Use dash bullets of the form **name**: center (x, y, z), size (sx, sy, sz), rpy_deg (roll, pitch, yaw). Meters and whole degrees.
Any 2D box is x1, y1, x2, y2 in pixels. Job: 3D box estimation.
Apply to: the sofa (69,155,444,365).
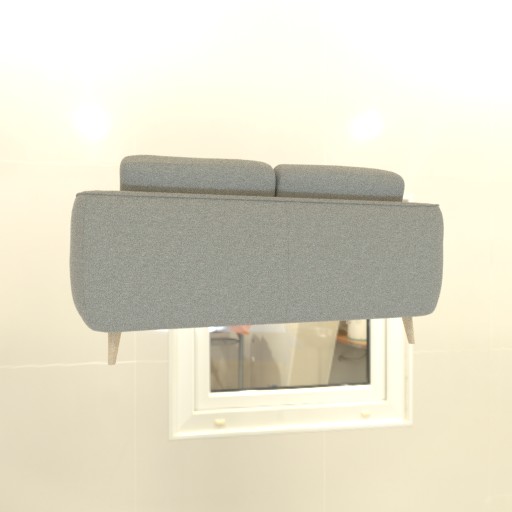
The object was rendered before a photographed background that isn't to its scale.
- **sofa**: center (0.000, 0.000, 2.246), size (1.700, 0.850, 0.920), rpy_deg (0, 0, -17)
